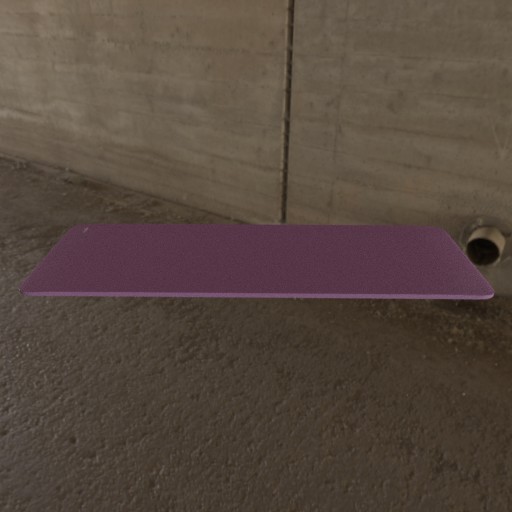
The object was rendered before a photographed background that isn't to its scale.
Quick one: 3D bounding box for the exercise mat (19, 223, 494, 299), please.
[{"bbox_3d":[0.000,0.000,1.971,1.869,0.021,0.616,0,30,1],"label":"exercise mat"}]
